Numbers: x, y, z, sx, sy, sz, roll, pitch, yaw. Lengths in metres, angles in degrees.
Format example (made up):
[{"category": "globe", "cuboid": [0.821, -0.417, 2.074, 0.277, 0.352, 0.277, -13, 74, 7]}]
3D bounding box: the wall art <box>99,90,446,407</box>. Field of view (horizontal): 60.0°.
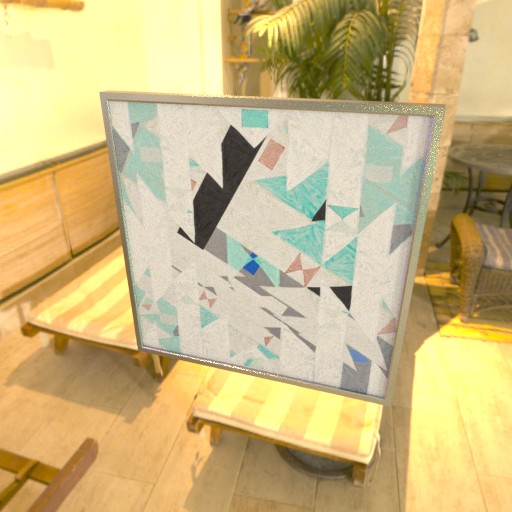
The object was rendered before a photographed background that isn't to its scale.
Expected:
[{"category": "wall art", "cuboid": [0.000, 0.000, 1.189, 0.806, 0.806, 0.038, 8, 28, 16]}]
